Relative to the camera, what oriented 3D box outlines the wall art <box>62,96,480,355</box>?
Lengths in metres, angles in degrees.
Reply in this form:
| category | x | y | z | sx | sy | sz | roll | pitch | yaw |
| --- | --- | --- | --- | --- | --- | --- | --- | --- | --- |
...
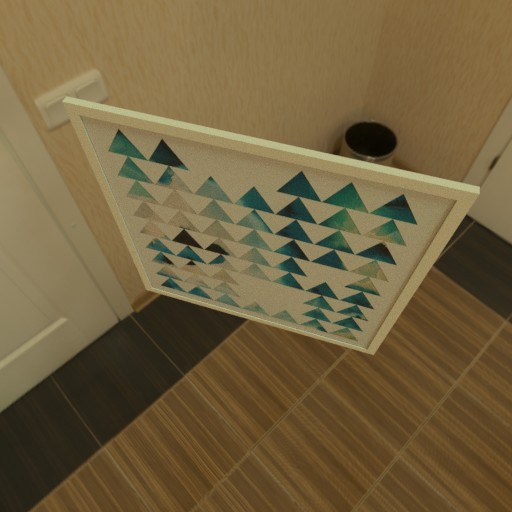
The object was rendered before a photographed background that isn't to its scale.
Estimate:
| category | x | y | z | sx | sy | sz | roll | pitch | yaw |
| --- | --- | --- | --- | --- | --- | --- | --- | --- | --- |
| wall art | 0.000 | 0.000 | 0.807 | 0.557 | 0.557 | 0.012 | 15 | 59 | 9 |
